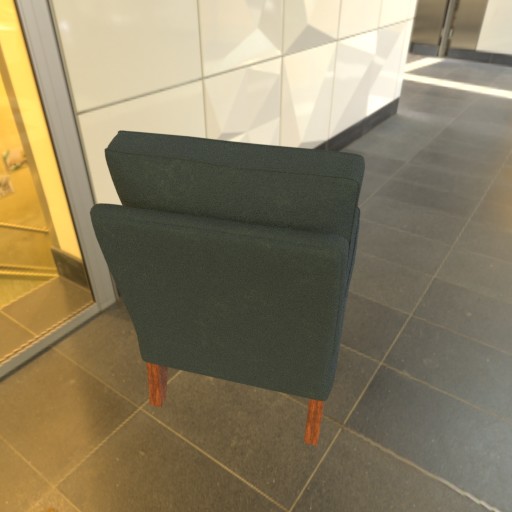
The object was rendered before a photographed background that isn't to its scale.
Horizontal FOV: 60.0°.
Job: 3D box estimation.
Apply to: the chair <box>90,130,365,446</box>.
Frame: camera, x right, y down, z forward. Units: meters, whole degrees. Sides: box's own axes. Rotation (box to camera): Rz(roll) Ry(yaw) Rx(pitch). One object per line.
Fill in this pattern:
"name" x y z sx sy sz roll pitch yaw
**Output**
"chair" 0.000 0.000 1.671 0.724 1.052 0.912 9 35 13
